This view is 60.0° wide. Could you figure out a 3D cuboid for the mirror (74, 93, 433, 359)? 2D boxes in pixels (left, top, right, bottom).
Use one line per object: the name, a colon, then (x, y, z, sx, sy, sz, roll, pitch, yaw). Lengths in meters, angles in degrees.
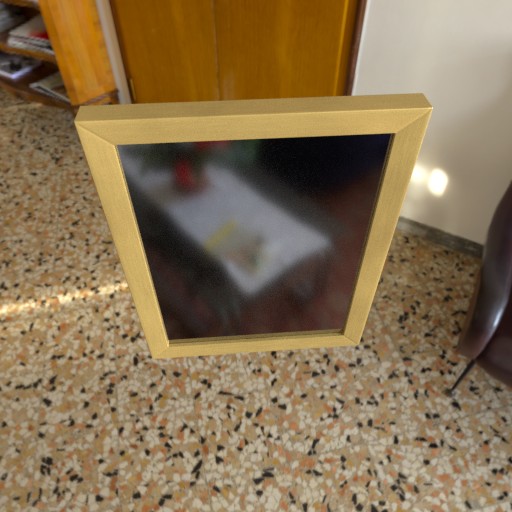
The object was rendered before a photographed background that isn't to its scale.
mirror: (0.000, 0.000, 0.697, 0.405, 0.508, 0.041, -3, 47, -3)
